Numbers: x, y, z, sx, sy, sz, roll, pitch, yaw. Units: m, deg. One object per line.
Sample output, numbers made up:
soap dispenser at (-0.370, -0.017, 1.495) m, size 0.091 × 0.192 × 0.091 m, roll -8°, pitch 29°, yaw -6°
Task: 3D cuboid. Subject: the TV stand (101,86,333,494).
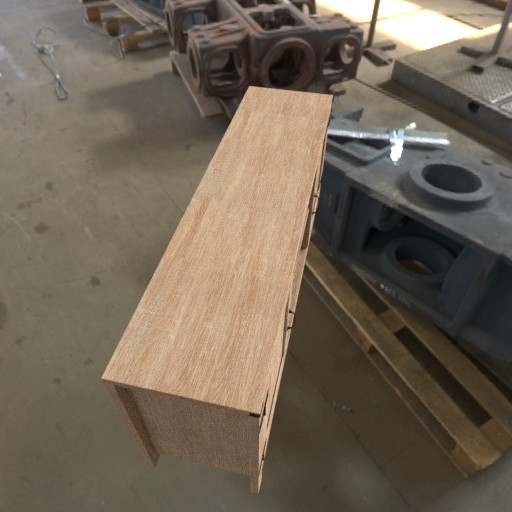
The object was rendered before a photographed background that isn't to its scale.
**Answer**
TV stand at (0.000, 0.000, 1.698) m, size 0.398 × 0.610 × 1.466 m, roll 10°, pitch 48°, yaw 9°
